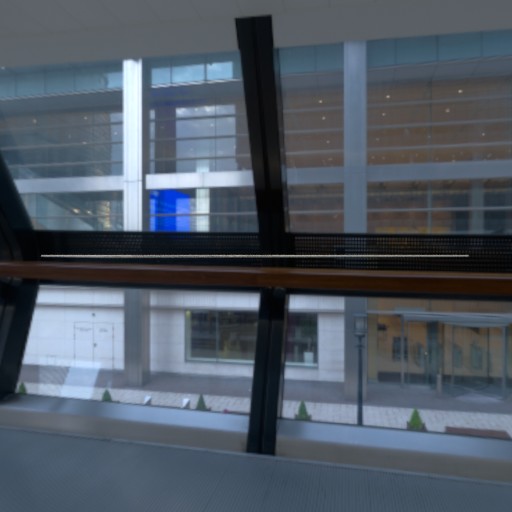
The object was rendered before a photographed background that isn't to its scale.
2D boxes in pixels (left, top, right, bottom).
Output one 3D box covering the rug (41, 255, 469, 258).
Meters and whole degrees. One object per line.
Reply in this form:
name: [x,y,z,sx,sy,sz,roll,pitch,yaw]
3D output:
rug: [0.000,0.000,2.834,2.284,0.008,1.522,0,0,-34]
